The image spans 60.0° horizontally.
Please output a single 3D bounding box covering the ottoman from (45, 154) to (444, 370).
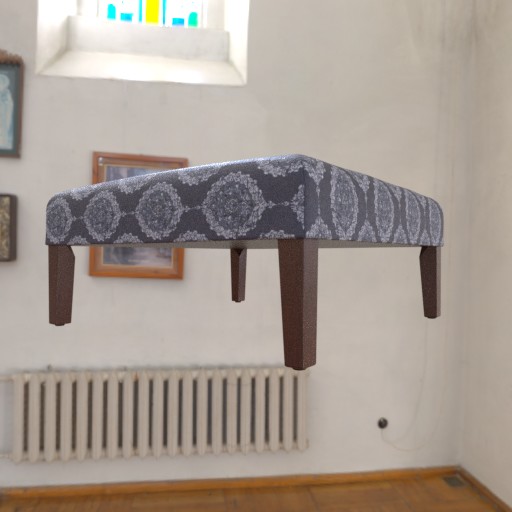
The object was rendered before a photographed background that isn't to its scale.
[{"bbox_3d":[0.000,0.000,1.378,0.890,0.409,0.889,0,0,37],"label":"ottoman"}]
